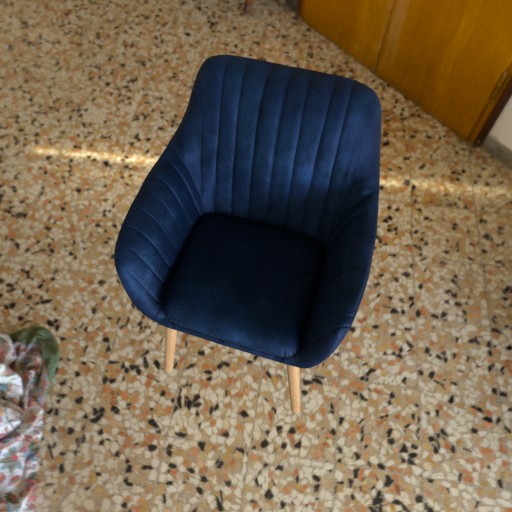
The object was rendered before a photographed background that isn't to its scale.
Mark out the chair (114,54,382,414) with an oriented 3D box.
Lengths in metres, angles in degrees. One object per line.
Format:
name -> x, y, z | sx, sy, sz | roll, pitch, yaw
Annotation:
chair -> 0.000, 0.000, 1.236 | 0.578, 0.826, 0.573 | 15, 60, 9
